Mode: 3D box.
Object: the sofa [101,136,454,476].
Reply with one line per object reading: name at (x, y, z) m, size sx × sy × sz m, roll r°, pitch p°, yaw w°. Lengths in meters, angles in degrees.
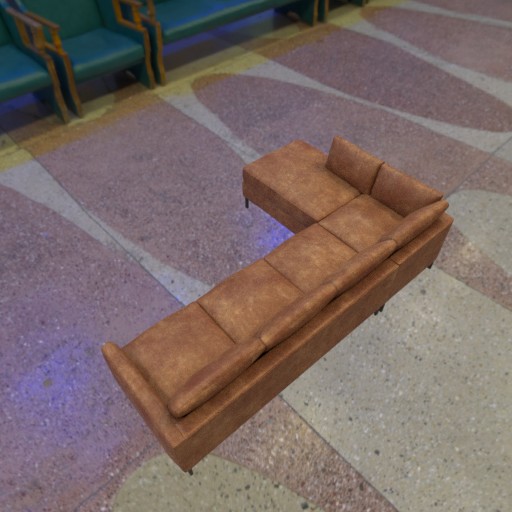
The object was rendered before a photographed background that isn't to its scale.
sofa at (0.000, 0.000, 3.846) m, size 2.984 × 0.877 × 1.938 m, roll -33°, pitch 55°, yaw -26°
